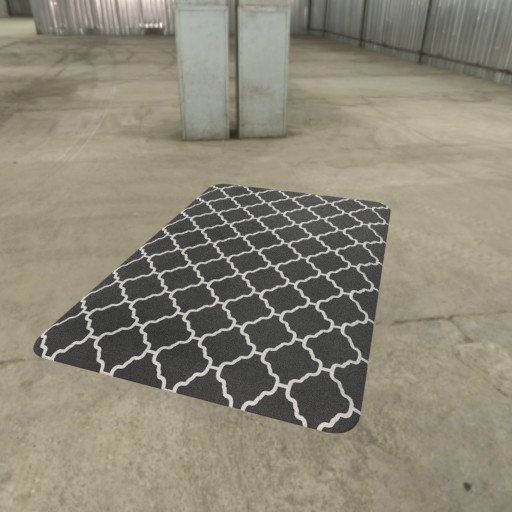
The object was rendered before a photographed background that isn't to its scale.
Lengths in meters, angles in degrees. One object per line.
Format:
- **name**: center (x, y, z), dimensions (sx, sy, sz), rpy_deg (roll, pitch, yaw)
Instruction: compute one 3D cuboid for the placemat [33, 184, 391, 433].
- **placemat**: center (0.000, 0.000, 0.923), dimensions (0.508, 0.021, 0.762), rpy_deg (9, 31, 16)
